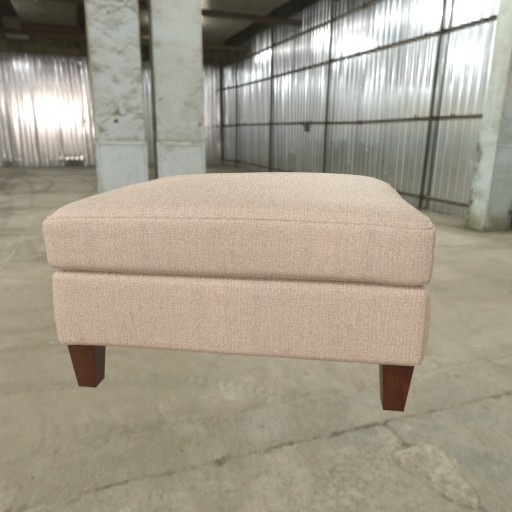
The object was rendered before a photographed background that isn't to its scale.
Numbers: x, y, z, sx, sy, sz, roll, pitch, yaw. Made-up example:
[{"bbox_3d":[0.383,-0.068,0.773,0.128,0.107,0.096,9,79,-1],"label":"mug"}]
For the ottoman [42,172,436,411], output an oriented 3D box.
[{"bbox_3d":[0.000,0.000,1.325,0.838,0.481,0.838,2,15,7],"label":"ottoman"}]
